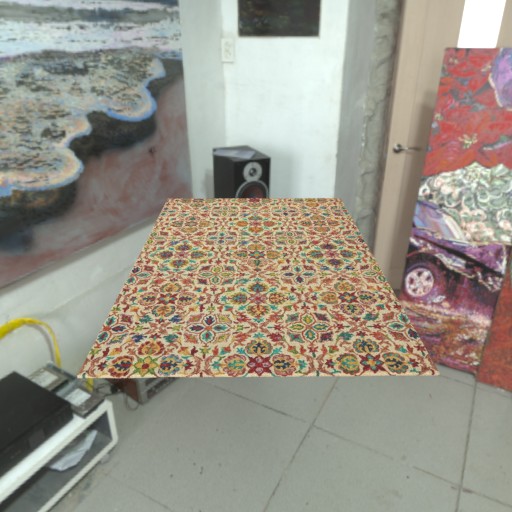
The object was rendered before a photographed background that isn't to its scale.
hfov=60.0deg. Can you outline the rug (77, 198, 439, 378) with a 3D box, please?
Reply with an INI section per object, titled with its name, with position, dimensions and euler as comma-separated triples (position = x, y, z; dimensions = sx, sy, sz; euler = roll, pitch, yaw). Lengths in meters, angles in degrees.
[rug]
position = 0.000, 0.000, 2.317
dimensions = 1.226, 0.013, 1.838
euler = 0, 26, -1
